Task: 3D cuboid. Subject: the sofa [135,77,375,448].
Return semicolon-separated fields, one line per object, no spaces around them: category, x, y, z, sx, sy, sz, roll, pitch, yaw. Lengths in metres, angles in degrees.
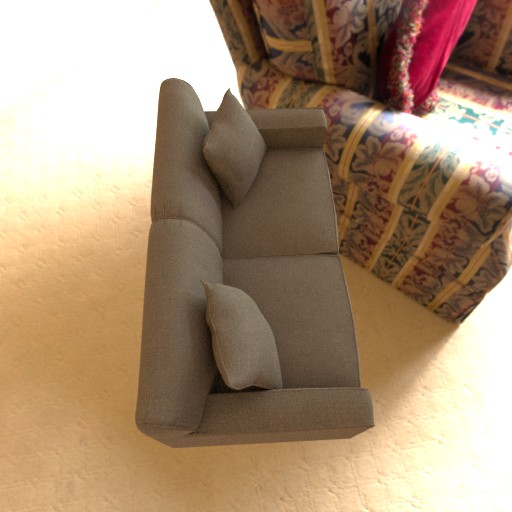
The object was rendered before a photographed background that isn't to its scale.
sofa;0.000;0.000;2.417;1.000;0.958;1.846;-3;63;-1
